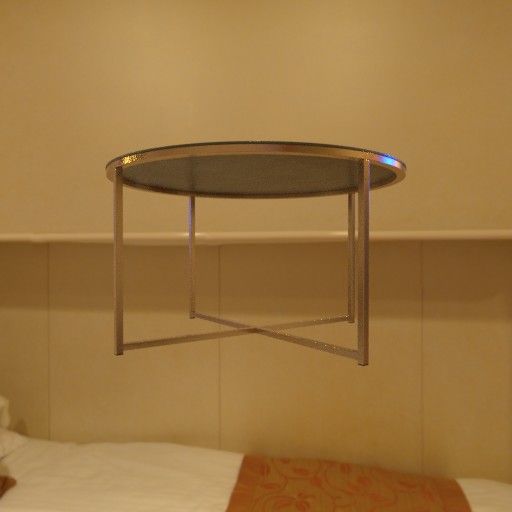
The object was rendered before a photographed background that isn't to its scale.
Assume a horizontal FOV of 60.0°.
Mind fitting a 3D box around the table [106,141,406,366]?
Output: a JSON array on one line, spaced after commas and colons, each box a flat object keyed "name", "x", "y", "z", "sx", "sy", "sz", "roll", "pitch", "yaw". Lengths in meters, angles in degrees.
[{"name": "table", "x": 0.000, "y": 0.000, "z": 1.248, "sx": 0.800, "sy": 0.450, "sz": 0.800, "roll": 0, "pitch": 1, "yaw": 0}]
